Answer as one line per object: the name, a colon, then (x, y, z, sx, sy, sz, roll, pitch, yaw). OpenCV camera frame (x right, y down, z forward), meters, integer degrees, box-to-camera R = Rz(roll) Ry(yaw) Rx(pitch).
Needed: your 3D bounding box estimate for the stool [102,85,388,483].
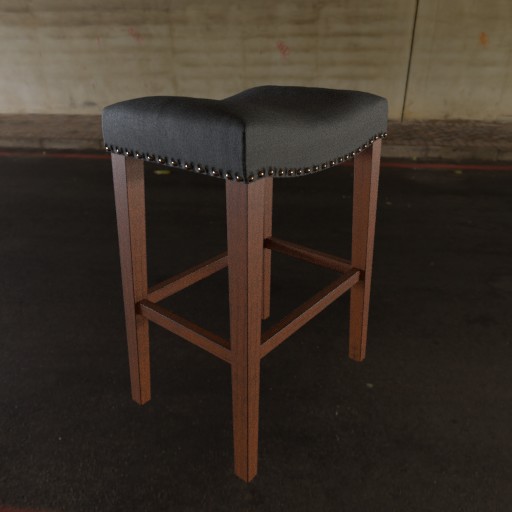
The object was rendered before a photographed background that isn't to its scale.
stool: (0.000, 0.000, 0.874, 0.320, 0.612, 0.439, 19, 31, 35)
